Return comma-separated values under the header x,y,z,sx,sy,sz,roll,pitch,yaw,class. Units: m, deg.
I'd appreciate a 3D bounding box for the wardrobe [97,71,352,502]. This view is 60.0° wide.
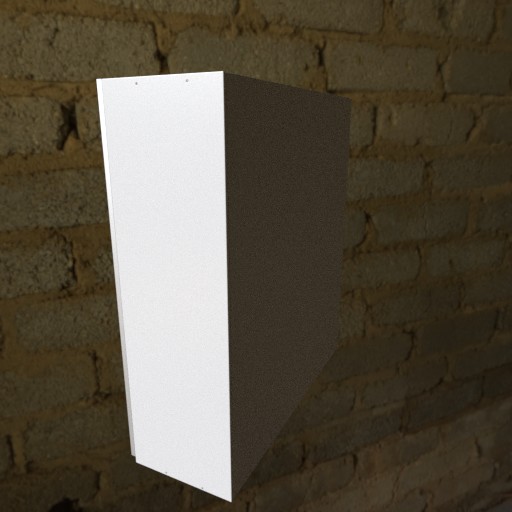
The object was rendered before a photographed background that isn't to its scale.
x,y,z,sx,sy,sz,roll,pitch,yaw,class
0.000,0.000,2.789,0.629,1.960,1.780,8,18,26,wardrobe
